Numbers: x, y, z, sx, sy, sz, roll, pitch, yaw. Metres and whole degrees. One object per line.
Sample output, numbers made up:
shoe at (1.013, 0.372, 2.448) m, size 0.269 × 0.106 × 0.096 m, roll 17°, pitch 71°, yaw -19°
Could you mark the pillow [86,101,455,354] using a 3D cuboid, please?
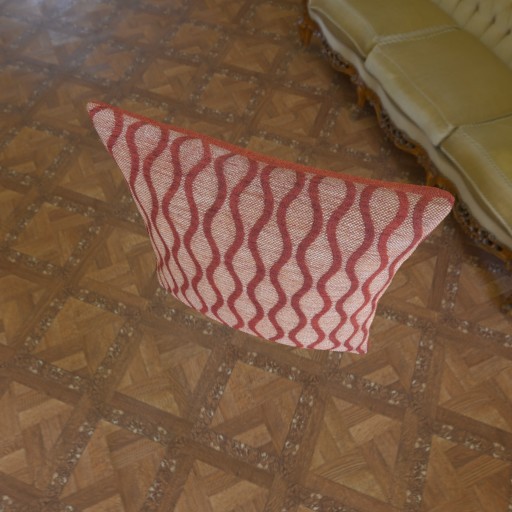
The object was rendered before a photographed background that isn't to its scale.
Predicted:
pillow at (0.000, 0.000, 0.659) m, size 0.429 × 0.434 × 0.159 m, roll 17°, pitch 60°, yaw 10°
